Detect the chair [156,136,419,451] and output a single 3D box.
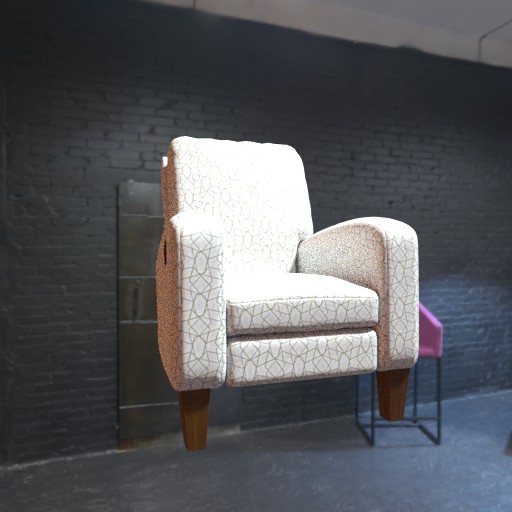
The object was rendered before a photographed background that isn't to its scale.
[{"bbox_3d":[0.000,0.000,1.762,0.796,1.064,0.995,0,1,-19],"label":"chair"}]
